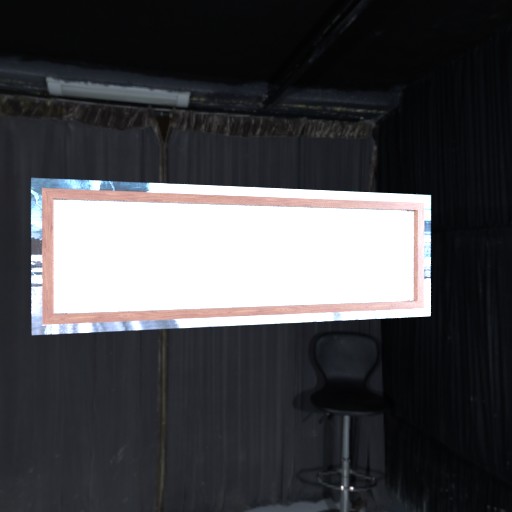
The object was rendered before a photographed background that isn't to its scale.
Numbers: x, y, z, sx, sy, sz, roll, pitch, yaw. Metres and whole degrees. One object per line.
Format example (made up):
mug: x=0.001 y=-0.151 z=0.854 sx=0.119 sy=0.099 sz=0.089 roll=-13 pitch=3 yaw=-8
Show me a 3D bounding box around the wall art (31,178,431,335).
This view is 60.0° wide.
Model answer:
wall art: x=0.000 y=0.000 z=1.666 sx=1.524 sy=0.509 sz=0.037 roll=0 pitch=0 yaw=-17
